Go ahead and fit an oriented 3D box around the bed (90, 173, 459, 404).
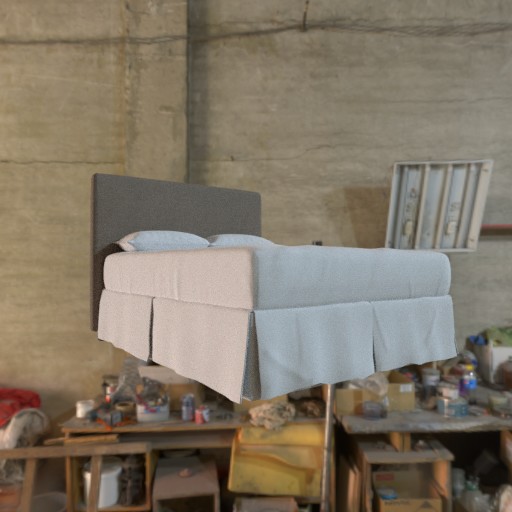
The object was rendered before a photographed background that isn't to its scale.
[{"bbox_3d":[0.000,0.000,3.167,1.723,1.330,2.142,1,-1,-37],"label":"bed"}]
